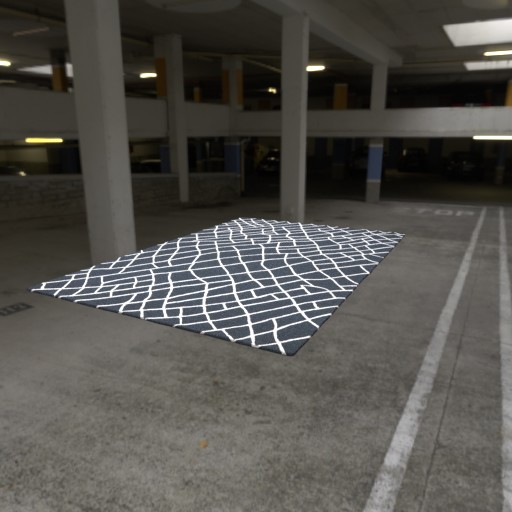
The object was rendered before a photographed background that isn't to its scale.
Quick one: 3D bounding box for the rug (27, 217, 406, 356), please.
[{"bbox_3d":[0.000,0.000,2.359,1.223,0.013,1.830,8,18,27],"label":"rug"}]
